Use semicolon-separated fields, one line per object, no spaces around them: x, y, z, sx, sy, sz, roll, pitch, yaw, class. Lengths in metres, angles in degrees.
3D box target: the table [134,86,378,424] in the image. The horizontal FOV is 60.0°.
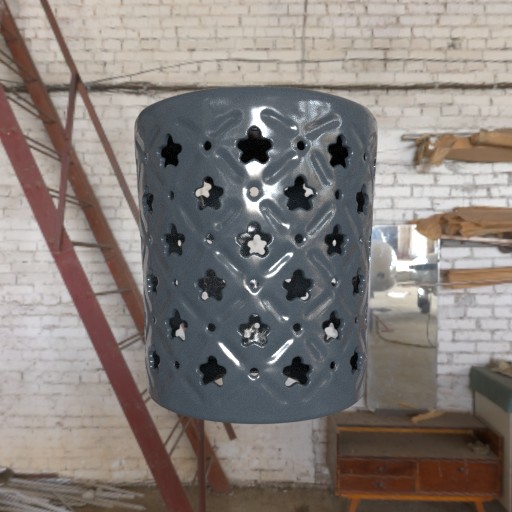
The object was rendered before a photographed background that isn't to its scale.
0.000;0.000;0.661;0.352;0.387;0.352;0;1;0;table
